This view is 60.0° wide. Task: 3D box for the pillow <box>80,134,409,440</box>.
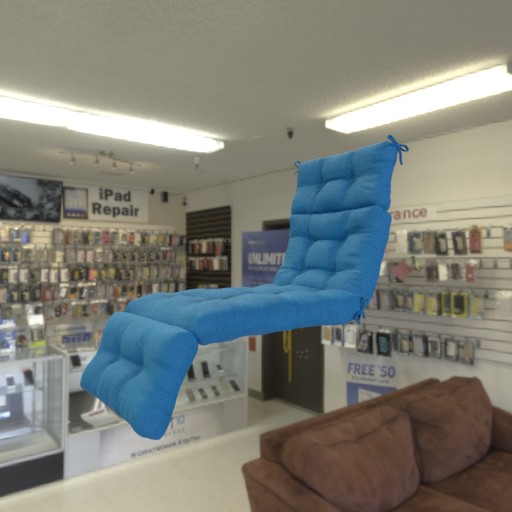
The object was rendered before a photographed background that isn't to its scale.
[{"bbox_3d":[0.000,0.000,1.484,1.016,0.863,0.526,0,0,-37],"label":"pillow"}]
